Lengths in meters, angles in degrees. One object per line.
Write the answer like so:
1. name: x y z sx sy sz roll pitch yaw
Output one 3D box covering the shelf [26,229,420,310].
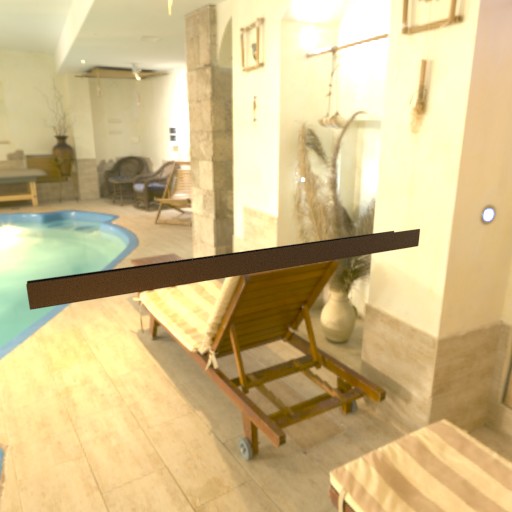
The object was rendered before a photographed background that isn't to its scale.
1. shelf: 0.000 0.000 1.000 0.924 0.049 0.092 -8 18 -27
